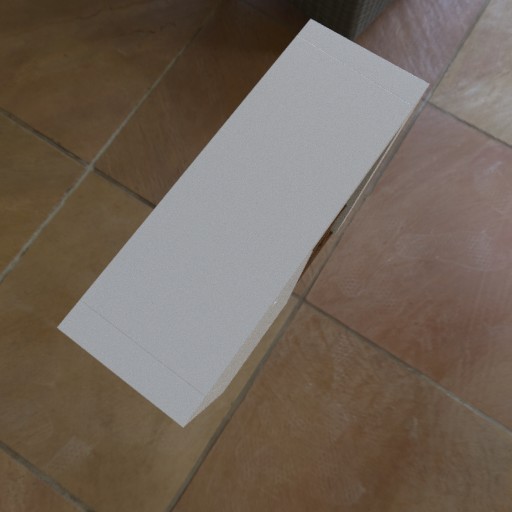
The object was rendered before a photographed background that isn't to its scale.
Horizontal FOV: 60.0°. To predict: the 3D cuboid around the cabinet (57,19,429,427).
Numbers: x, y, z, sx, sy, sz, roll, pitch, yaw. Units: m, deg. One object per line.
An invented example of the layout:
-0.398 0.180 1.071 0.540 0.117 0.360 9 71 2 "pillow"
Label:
0.000 0.000 1.587 0.348 1.150 0.990 35 79 8 "cabinet"
